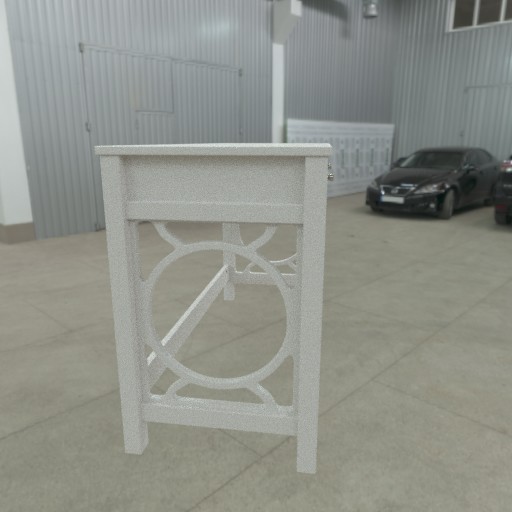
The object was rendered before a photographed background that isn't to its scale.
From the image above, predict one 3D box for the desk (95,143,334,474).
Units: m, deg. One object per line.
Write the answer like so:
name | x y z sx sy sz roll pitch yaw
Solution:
desk | 0.000 0.000 1.558 0.504 0.762 1.191 2 15 9
